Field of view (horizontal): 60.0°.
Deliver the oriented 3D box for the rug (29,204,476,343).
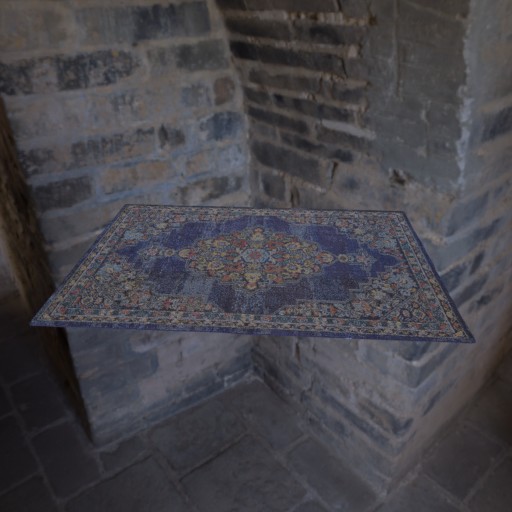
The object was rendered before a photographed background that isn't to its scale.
[{"bbox_3d":[0.000,0.000,3.771,2.940,0.011,2.053,2,30,3],"label":"rug"}]
